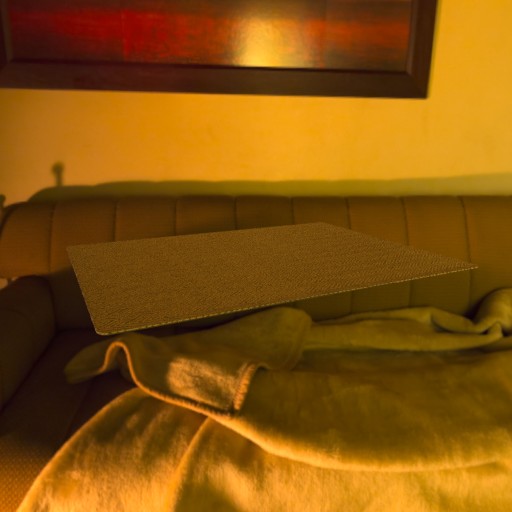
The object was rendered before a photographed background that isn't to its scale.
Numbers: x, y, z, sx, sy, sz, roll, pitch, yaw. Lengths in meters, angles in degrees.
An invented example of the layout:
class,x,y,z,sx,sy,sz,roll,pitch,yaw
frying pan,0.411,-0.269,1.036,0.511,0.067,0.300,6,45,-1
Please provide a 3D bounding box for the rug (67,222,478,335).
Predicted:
class,x,y,z,sx,sy,sz,roll,pitch,yaw
rug,0.000,0.000,4.252,3.207,0.014,2.439,-7,16,-26
